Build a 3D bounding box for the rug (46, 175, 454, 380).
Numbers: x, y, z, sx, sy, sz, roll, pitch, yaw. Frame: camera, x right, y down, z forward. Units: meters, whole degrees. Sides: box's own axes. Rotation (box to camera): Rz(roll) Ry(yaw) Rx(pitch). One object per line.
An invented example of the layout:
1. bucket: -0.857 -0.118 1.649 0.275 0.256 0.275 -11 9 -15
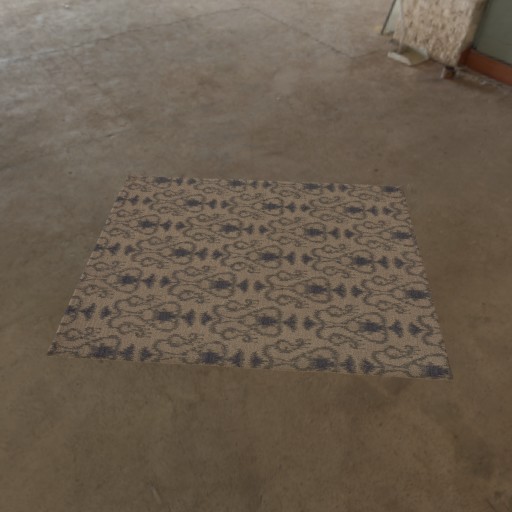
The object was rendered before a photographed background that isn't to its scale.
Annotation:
1. rug: 0.000 0.000 4.299 3.205 0.015 2.437 3 46 3
